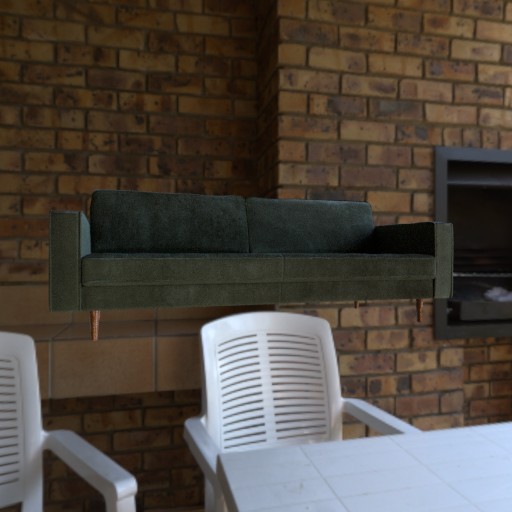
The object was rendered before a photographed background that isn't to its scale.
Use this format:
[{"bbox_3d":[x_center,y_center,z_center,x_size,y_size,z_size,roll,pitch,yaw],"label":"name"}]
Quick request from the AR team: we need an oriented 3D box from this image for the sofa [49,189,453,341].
[{"bbox_3d":[0.000,0.000,2.661,2.214,0.781,0.886,0,0,-19],"label":"sofa"}]
